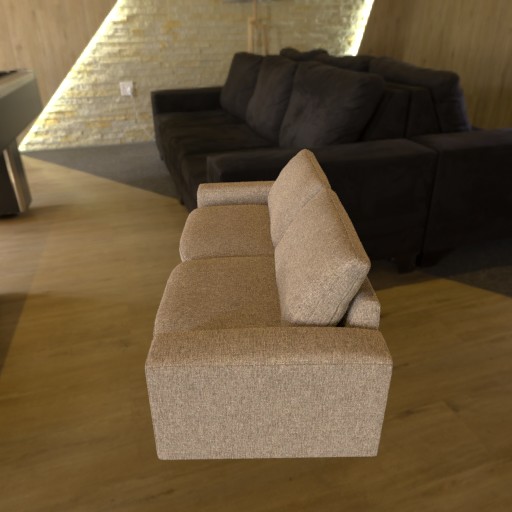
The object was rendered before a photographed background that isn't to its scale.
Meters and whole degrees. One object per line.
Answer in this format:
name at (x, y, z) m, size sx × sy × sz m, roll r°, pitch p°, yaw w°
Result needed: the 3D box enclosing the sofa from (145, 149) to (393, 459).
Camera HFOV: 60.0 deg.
sofa at (0.000, 0.000, 2.791) m, size 1.040 × 0.922 × 2.299 m, roll -1°, pitch 27°, yaw -1°
